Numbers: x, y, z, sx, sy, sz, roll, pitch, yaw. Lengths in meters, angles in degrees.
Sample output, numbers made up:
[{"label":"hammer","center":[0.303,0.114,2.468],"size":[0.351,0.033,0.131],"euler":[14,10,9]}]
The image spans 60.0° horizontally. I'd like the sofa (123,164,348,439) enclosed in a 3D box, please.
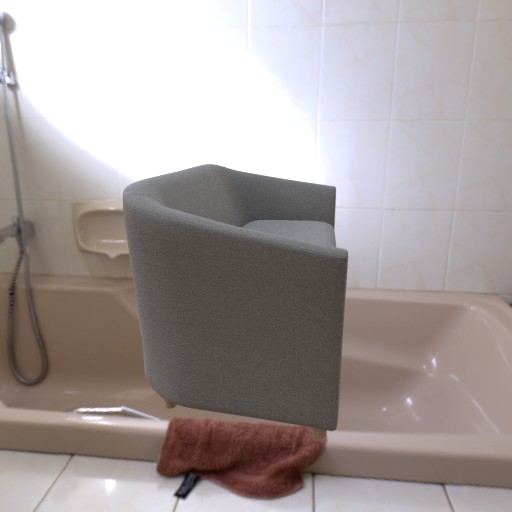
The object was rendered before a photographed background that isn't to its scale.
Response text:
[{"label":"sofa","center":[0.000,0.000,1.906],"size":[0.705,0.721,1.452],"euler":[2,16,8]}]
